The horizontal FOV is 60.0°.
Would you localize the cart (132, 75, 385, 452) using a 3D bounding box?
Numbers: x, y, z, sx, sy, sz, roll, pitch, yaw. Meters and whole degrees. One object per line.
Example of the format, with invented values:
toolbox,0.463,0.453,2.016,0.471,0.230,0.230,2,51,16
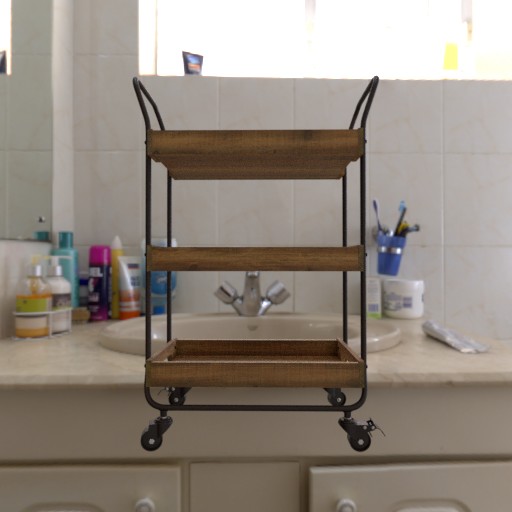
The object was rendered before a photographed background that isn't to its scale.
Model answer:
cart,0.000,0.000,1.132,0.583,0.857,0.339,0,-1,1
